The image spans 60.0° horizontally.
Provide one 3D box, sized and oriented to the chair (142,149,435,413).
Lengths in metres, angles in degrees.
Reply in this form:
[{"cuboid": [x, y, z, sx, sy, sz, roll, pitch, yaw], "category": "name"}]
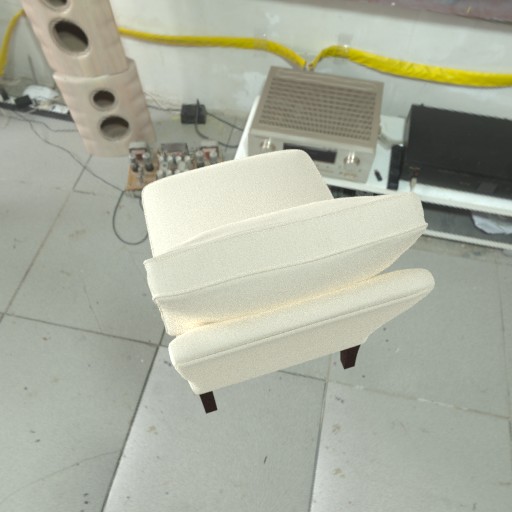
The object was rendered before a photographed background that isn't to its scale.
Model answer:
[{"cuboid": [0.000, 0.000, 1.394, 0.630, 0.887, 0.781, -15, 60, -9], "category": "chair"}]
